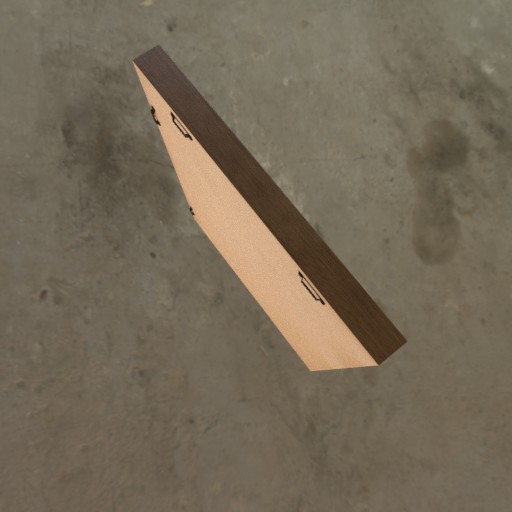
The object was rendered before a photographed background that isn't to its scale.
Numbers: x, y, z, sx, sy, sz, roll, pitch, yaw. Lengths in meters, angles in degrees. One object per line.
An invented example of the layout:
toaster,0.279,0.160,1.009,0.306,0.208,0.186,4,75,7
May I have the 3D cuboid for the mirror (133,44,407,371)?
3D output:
mirror,0.000,0.000,0.688,0.041,0.509,0.406,-36,78,-9
